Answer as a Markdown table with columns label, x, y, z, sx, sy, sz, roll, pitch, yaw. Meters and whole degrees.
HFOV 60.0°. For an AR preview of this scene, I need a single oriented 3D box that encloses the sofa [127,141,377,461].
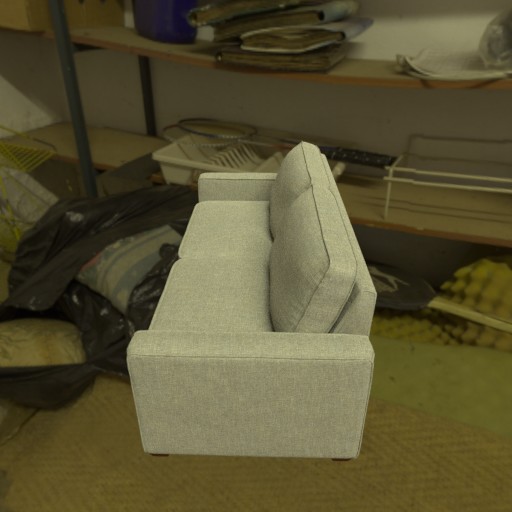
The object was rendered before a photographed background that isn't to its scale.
| label | x | y | z | sx | sy | sz | roll | pitch | yaw |
| --- | --- | --- | --- | --- | --- | --- | --- | --- | --- |
| sofa | 0.000 | 0.000 | 2.576 | 0.945 | 0.918 | 2.078 | 1 | 29 | 1 |
